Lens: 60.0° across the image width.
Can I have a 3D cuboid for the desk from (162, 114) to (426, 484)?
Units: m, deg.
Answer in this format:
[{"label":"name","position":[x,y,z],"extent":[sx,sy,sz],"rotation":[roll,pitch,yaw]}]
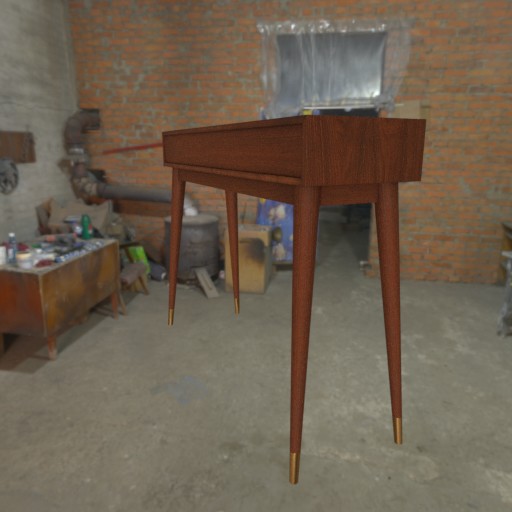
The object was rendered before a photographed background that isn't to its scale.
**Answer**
[{"label":"desk","position":[0.000,0.000,1.643],"extent":[0.384,0.917,1.204],"rotation":[-7,15,-25]}]
